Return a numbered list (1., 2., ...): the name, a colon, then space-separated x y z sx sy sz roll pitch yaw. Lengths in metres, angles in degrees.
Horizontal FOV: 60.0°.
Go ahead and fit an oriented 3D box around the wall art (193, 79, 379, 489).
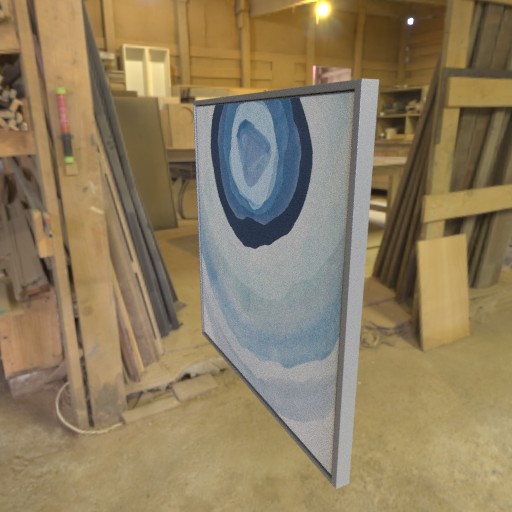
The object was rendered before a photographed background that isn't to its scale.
1. wall art: 0.000 0.000 1.172 0.038 0.807 0.809 -8 19 -26
